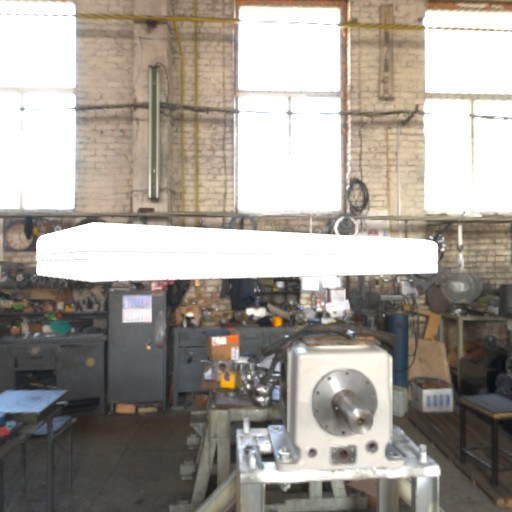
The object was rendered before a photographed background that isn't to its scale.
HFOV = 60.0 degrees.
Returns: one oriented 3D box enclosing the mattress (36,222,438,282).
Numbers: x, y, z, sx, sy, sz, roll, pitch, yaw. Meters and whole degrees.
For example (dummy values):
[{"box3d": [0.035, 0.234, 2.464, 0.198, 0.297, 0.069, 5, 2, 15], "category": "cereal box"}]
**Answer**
[{"box3d": [0.000, 0.000, 2.378, 2.000, 0.200, 0.900, 1, -1, -36], "category": "mattress"}]
